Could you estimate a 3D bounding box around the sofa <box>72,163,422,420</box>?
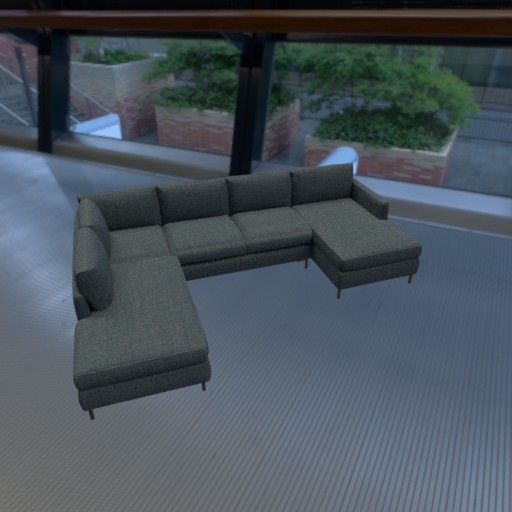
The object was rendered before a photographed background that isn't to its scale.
[{"bbox_3d":[0.000,0.000,3.530,2.737,0.753,1.879,-10,32,-16],"label":"sofa"}]
